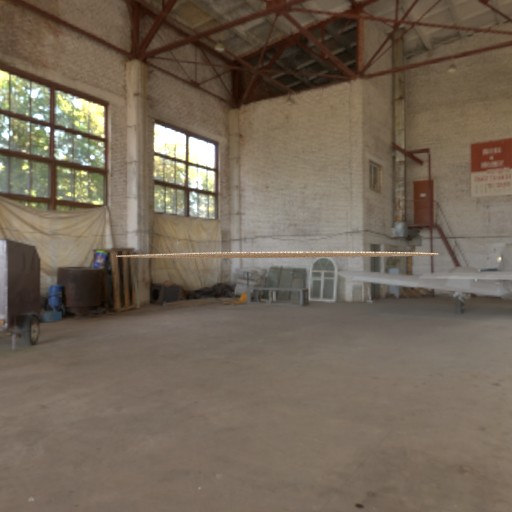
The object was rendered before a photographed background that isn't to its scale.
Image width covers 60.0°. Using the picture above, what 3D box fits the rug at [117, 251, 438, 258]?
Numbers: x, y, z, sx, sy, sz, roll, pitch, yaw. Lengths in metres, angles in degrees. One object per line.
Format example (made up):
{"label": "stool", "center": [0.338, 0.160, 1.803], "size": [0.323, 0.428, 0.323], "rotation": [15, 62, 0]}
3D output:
{"label": "rug", "center": [0.000, 0.000, 3.031], "size": [1.520, 0.006, 2.432], "rotation": [1, -1, -37]}
